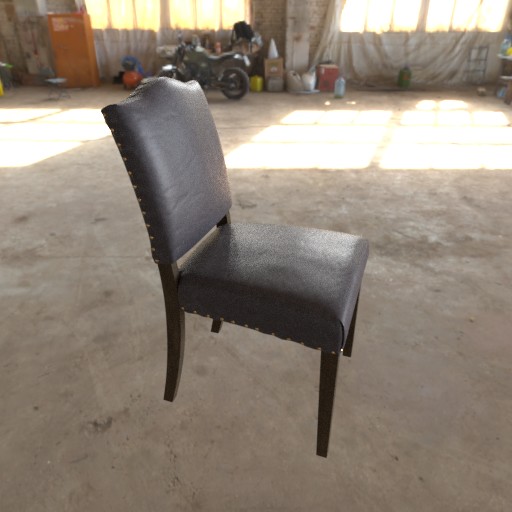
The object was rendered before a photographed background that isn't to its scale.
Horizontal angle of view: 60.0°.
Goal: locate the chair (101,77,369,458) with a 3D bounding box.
[{"bbox_3d":[0.000,0.000,1.346,0.633,0.991,0.500,10,31,17],"label":"chair"}]
